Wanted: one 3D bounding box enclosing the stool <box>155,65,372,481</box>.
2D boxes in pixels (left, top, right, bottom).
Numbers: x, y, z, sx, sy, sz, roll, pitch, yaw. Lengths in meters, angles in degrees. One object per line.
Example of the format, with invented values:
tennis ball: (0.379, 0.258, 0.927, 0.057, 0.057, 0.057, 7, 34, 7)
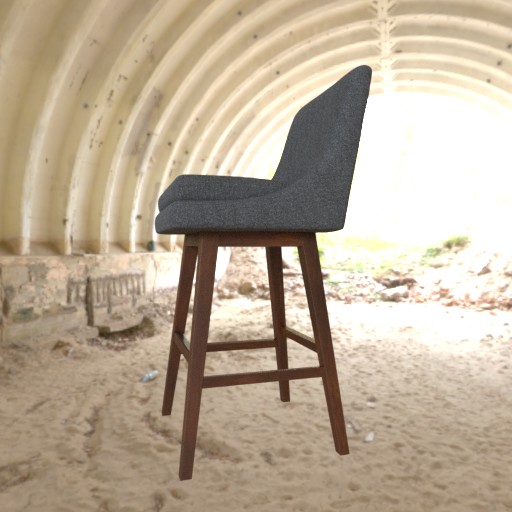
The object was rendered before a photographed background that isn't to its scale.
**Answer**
stool: (0.000, 0.000, 1.353, 0.572, 1.068, 0.489, 0, 1, -18)
